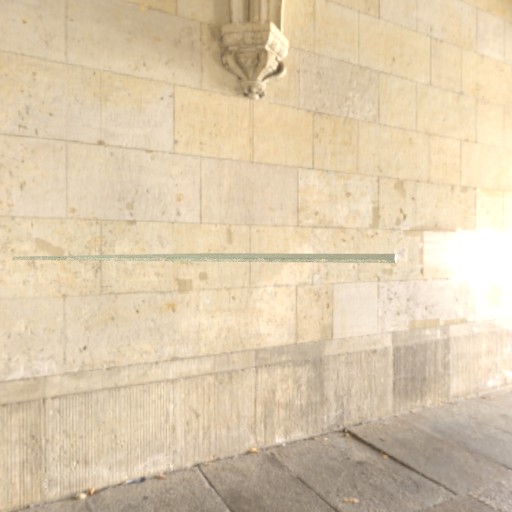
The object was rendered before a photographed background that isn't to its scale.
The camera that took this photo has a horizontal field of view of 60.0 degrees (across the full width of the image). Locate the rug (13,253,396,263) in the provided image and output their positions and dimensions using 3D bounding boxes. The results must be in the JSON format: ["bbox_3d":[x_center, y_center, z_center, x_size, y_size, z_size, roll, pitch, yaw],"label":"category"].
[{"bbox_3d":[0.000,0.000,4.013,2.420,0.019,3.039,0,1,18],"label":"rug"}]
